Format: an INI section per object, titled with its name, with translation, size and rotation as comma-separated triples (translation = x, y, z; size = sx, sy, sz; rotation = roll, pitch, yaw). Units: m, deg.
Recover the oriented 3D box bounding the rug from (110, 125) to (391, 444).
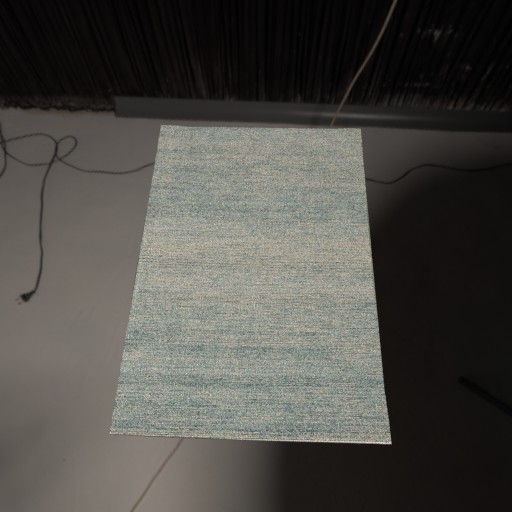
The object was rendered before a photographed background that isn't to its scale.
[rug]
translation = 0.000, 0.000, 5.292
size = 2.802, 0.052, 4.078
rotation = 2, 63, 1
